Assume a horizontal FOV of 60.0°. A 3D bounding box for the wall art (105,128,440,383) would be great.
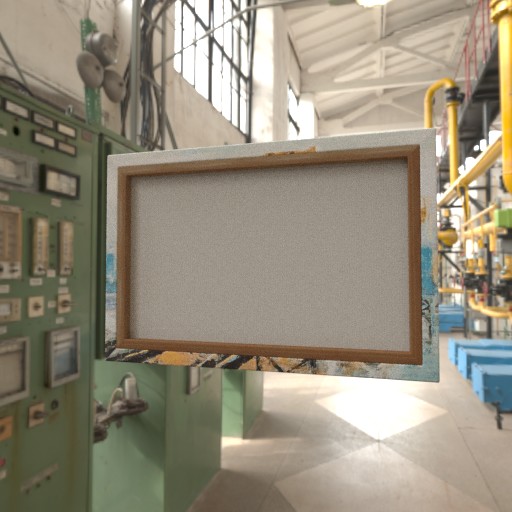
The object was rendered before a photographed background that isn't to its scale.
[{"bbox_3d":[0.000,0.000,1.200,0.913,0.609,0.038,-1,-2,16],"label":"wall art"}]
